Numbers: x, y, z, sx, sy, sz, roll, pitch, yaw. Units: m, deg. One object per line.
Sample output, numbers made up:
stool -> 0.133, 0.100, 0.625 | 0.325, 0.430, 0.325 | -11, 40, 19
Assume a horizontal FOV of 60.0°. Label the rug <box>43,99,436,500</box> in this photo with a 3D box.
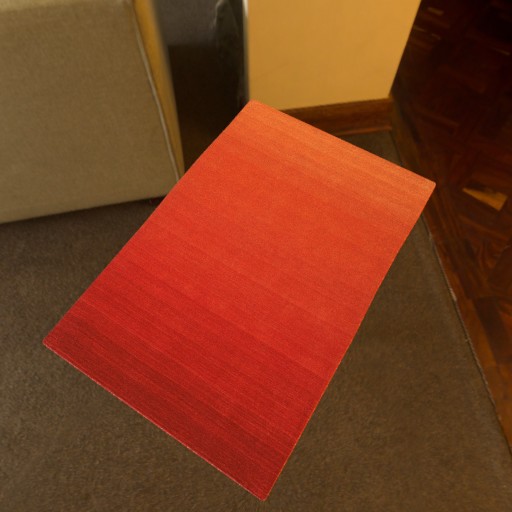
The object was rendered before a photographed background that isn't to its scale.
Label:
rug -> 0.000, 0.000, 2.270 | 1.230, 0.018, 1.835 | 29, 67, 14
